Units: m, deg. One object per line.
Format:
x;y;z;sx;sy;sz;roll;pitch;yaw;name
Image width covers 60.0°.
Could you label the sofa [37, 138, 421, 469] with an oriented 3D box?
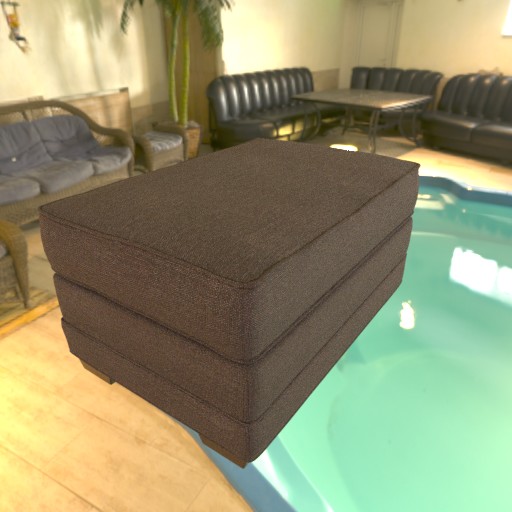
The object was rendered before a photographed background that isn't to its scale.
0.000;0.000;1.174;0.578;0.457;0.854;18;32;31;sofa
